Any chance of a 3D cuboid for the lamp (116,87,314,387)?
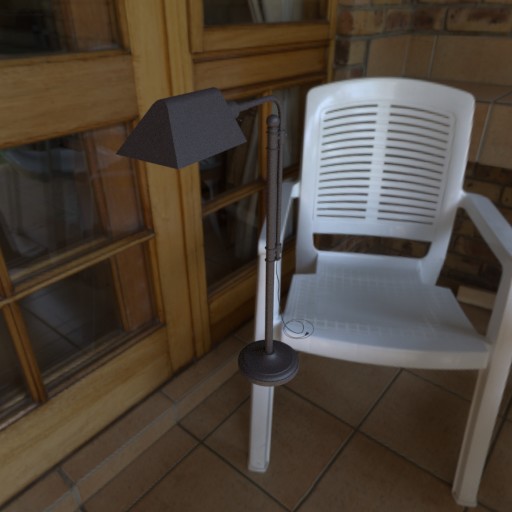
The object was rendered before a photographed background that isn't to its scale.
[{"bbox_3d":[0.000,0.000,0.939,0.159,0.708,0.545,18,35,29],"label":"lamp"}]
